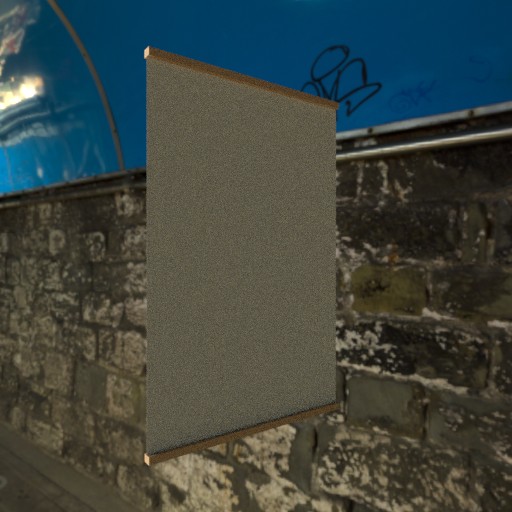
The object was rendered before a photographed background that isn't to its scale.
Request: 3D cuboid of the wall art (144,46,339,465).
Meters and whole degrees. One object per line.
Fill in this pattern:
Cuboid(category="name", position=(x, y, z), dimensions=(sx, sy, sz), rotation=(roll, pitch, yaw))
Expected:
Cuboid(category="wall art", position=(0.000, 0.000, 1.289), dimensions=(0.669, 1.020, 0.027), rotation=(0, 0, -37))
